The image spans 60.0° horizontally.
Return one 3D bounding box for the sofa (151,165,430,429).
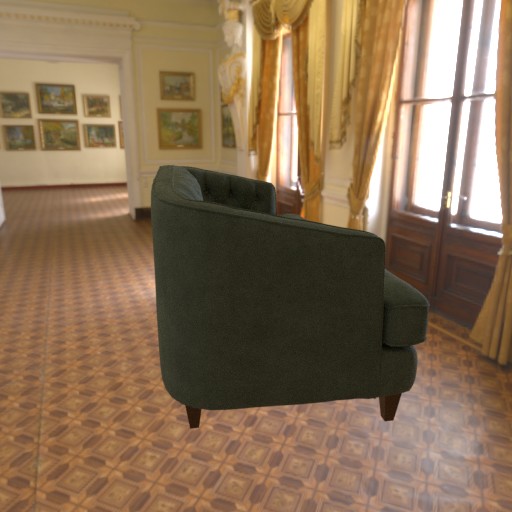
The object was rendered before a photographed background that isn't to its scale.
[{"bbox_3d":[0.000,0.000,2.220,0.941,0.855,1.733,-3,16,-10],"label":"sofa"}]
